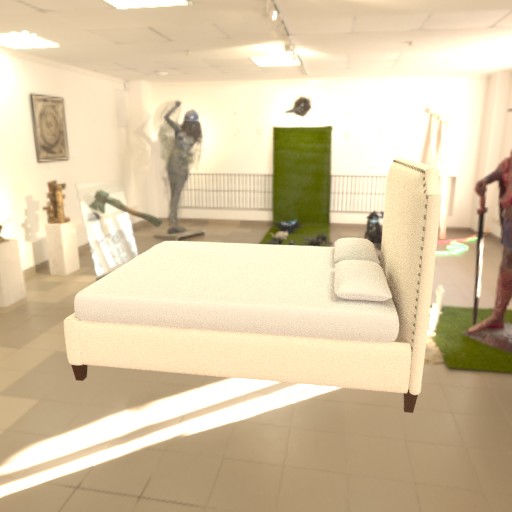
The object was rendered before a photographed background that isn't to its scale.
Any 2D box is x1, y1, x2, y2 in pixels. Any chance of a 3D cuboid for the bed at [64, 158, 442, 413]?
[{"bbox_3d":[0.000,0.000,3.524,2.372,1.497,1.712,2,15,9],"label":"bed"}]
